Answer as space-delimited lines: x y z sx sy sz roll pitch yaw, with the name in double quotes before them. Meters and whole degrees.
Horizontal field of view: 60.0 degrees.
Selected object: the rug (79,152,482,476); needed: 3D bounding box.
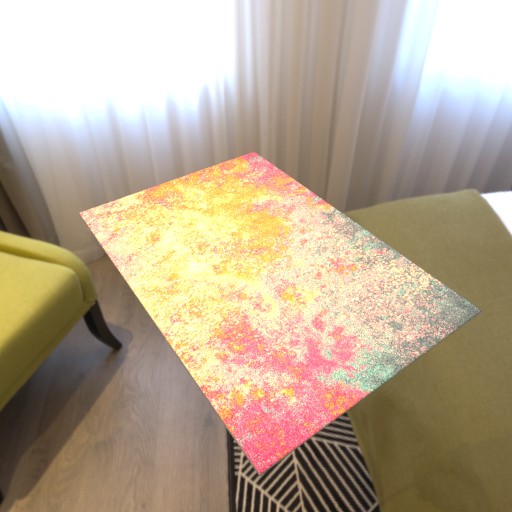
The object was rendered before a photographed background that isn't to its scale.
"rug" 0.000 0.000 3.681 2.007 0.013 2.896 -25 48 -25
